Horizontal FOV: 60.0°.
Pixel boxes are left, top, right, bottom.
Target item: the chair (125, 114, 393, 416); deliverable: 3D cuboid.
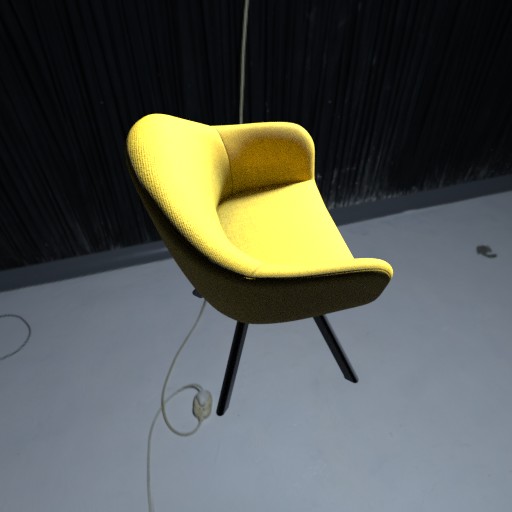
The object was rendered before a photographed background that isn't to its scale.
[{"bbox_3d":[0.000,0.000,1.219,0.550,0.795,0.590,-10,48,-10],"label":"chair"}]
